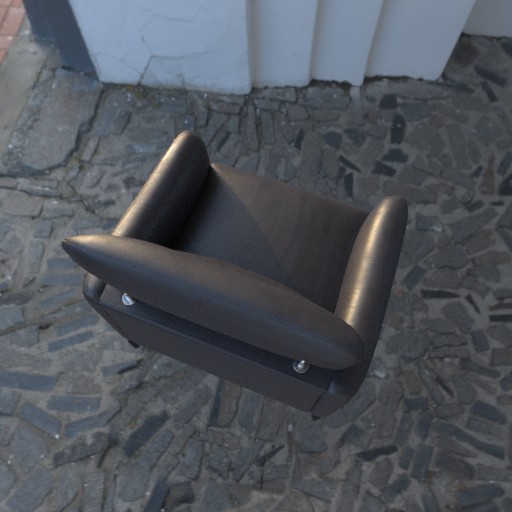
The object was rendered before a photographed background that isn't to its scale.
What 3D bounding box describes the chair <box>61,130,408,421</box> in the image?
[{"bbox_3d":[0.000,0.000,1.622,0.976,0.949,0.809,19,66,9],"label":"chair"}]
